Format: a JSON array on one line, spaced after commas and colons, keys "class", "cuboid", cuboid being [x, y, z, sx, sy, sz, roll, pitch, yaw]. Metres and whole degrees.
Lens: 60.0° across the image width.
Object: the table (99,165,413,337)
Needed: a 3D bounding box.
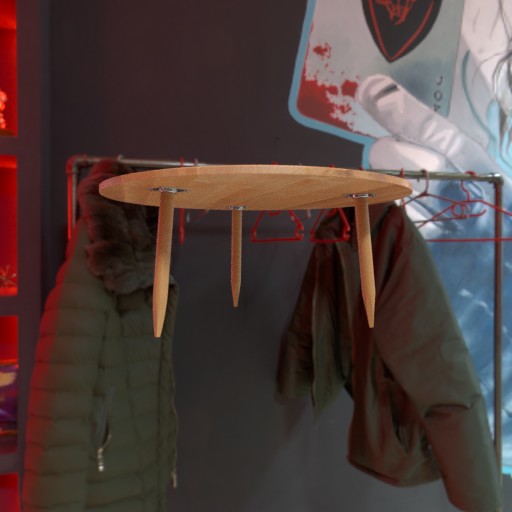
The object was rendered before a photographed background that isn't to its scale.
[{"class": "table", "cuboid": [0.000, 0.000, 1.353, 0.900, 0.400, 0.900, 0, 1, 0]}]
